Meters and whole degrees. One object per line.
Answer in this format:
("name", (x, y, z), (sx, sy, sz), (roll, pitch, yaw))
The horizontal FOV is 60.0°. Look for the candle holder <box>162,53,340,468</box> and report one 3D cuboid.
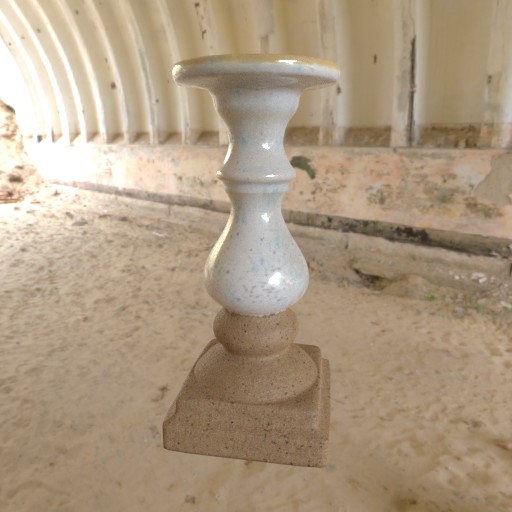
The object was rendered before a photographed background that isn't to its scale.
("candle holder", (0.000, 0.000, 0.302), (0.110, 0.239, 0.110), (2, 15, 9))
